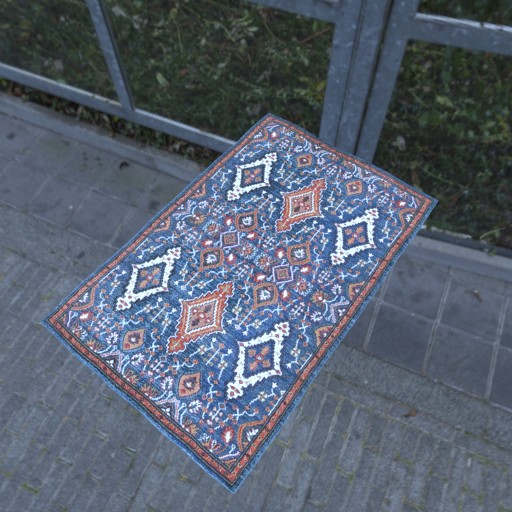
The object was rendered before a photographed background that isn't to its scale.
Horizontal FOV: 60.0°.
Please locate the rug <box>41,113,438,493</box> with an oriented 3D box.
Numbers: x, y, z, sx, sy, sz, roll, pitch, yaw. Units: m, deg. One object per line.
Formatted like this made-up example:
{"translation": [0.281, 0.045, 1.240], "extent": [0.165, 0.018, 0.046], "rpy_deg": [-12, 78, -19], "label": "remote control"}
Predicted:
{"translation": [0.000, 0.000, 2.296], "extent": [1.195, 0.014, 1.847], "rpy_deg": [33, 64, 19], "label": "rug"}
